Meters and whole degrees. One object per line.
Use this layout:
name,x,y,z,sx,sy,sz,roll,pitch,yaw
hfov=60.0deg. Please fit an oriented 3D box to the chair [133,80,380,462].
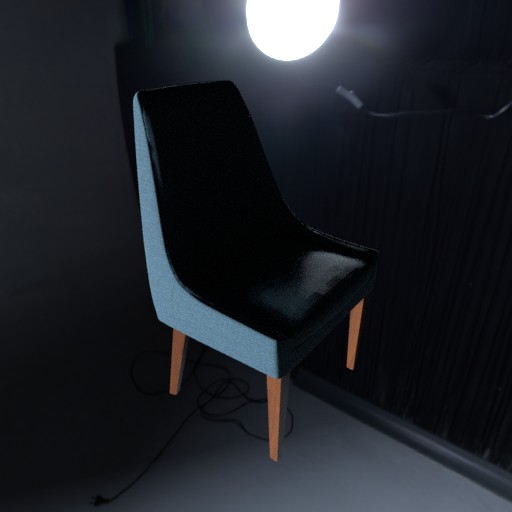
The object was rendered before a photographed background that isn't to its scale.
chair,0.000,0.000,1.227,0.544,0.861,0.529,19,33,32
